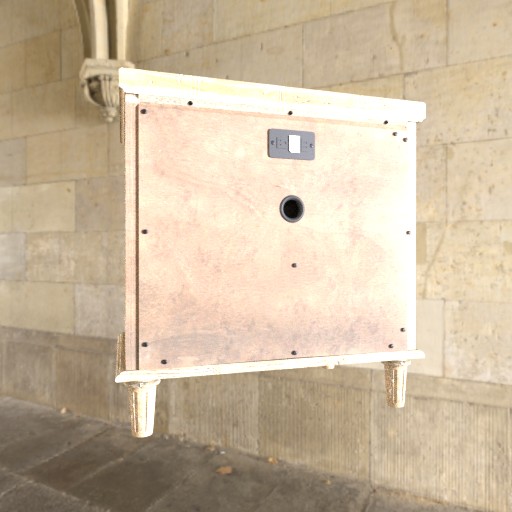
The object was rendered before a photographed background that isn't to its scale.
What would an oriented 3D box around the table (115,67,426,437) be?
[{"bbox_3d":[0.000,0.000,1.143,0.686,0.711,0.457,0,0,-17],"label":"table"}]
